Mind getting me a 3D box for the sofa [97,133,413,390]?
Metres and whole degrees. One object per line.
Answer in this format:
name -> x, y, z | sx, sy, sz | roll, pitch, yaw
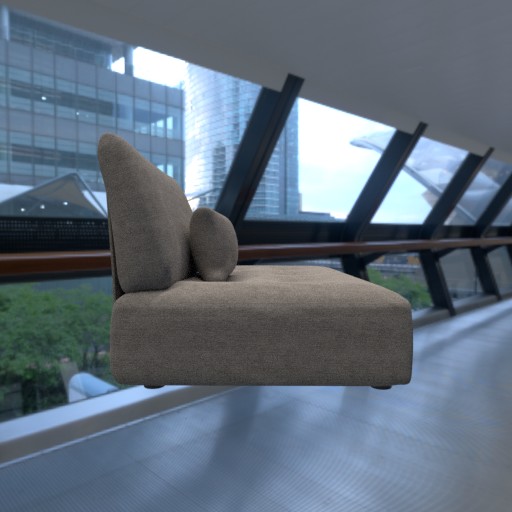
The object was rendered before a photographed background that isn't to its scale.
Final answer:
sofa -> 0.000, 0.000, 2.073 | 1.002, 0.820, 1.450 | 0, 2, 1
